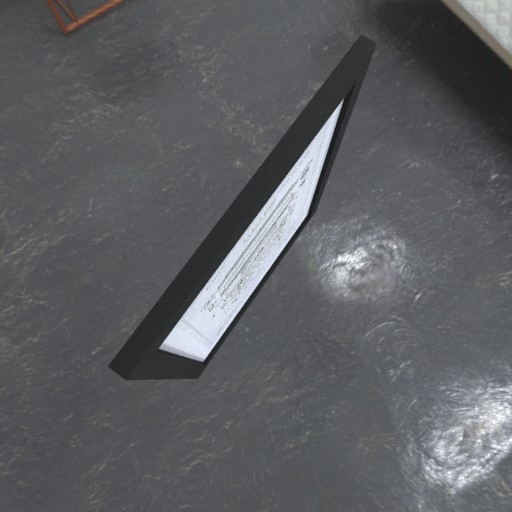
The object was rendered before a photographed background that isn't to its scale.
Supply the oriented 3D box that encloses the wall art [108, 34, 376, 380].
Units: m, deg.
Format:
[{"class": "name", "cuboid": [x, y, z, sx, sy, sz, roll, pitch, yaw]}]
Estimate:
[{"class": "wall art", "cuboid": [0.000, 0.000, 0.683, 0.021, 0.508, 0.432, 34, 77, 9]}]
